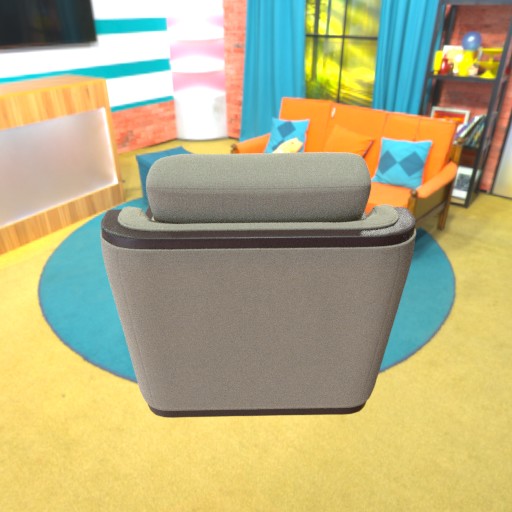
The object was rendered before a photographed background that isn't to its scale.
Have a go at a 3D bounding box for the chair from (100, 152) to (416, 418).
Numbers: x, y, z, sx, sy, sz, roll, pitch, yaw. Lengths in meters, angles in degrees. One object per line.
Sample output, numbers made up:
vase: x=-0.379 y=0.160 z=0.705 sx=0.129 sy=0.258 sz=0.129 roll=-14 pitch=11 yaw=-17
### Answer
chair: x=0.000 y=0.000 z=1.642 sx=0.870 sy=0.930 sz=0.950 roll=-1 pitch=30 yaw=-1
